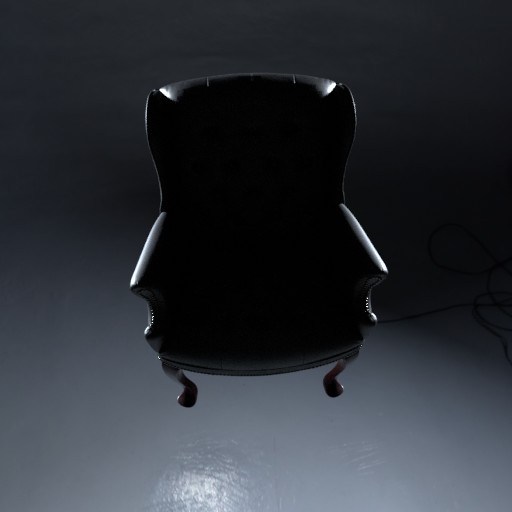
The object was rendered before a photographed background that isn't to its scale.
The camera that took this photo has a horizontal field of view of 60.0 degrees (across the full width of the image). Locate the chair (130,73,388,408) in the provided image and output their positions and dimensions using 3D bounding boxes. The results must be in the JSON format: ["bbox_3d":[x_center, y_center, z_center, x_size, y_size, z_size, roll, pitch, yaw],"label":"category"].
[{"bbox_3d":[0.000,0.000,1.659,0.838,1.111,0.762,-3,46,-3],"label":"chair"}]
